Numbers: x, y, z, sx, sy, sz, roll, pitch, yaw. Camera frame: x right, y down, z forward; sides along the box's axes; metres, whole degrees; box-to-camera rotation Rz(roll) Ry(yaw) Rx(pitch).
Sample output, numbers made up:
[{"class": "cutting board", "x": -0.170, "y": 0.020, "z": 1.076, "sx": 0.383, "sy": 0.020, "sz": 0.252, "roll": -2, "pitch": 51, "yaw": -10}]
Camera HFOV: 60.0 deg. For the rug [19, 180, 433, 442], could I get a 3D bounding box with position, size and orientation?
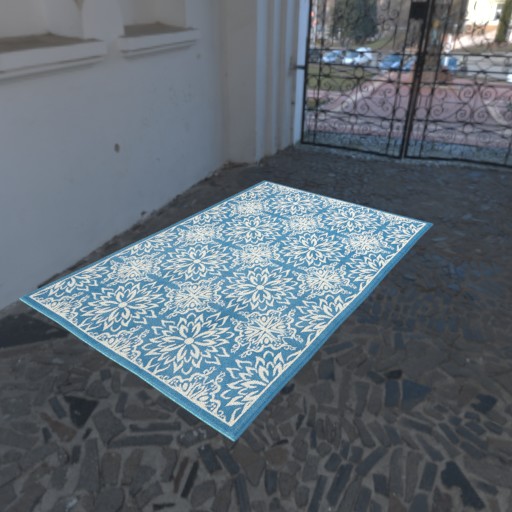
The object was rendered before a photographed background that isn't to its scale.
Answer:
[{"class": "rug", "x": 0.000, "y": 0.000, "z": 3.407, "sx": 1.830, "sy": 0.018, "sz": 2.769, "roll": 20, "pitch": 36, "yaw": 31}]
